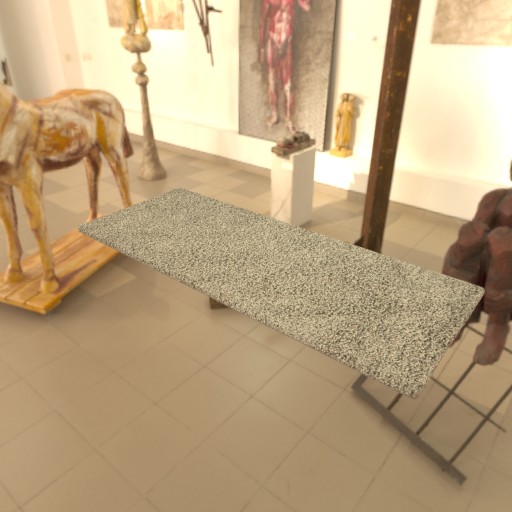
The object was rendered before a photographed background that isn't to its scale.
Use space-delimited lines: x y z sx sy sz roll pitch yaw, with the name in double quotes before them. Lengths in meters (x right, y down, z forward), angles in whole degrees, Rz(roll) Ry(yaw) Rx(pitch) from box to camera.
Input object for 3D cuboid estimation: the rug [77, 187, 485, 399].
"rug" 0.000 0.000 1.723 1.524 0.030 0.609 22 36 33
